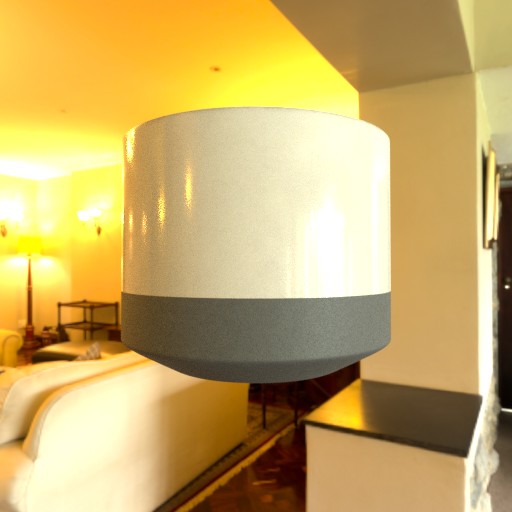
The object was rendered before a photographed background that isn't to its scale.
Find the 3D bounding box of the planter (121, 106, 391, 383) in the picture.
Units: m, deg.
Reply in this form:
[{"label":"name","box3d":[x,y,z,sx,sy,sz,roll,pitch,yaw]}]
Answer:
[{"label":"planter","box3d":[0.000,0.000,0.221,0.128,0.105,0.128,0,-1,0]}]
